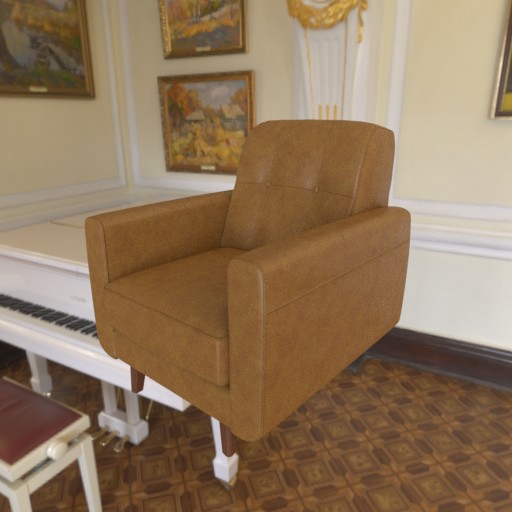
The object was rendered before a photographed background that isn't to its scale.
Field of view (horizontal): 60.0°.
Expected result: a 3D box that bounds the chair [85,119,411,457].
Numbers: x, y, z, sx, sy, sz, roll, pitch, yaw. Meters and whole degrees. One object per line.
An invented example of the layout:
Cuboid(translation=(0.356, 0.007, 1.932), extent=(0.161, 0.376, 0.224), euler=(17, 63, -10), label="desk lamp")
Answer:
Cuboid(translation=(0.000, 0.000, 1.645), extent=(0.845, 0.968, 0.942), euler=(15, 23, 39), label="chair")
